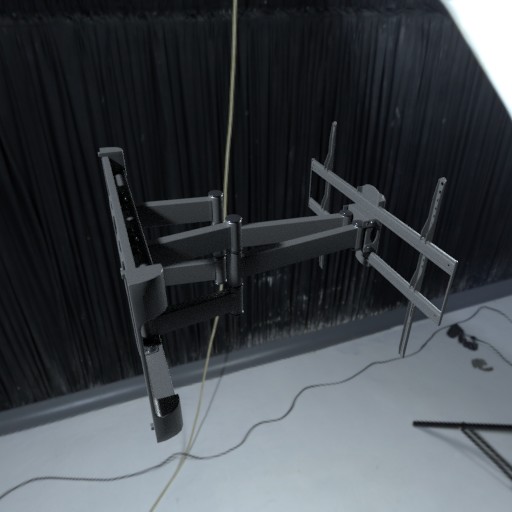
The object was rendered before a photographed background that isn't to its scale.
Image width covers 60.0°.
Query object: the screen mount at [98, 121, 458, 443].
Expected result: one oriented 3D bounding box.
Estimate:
[{"bbox_3d":[0.000,0.000,1.100,0.644,0.491,0.661,-11,33,-17],"label":"screen mount"}]
